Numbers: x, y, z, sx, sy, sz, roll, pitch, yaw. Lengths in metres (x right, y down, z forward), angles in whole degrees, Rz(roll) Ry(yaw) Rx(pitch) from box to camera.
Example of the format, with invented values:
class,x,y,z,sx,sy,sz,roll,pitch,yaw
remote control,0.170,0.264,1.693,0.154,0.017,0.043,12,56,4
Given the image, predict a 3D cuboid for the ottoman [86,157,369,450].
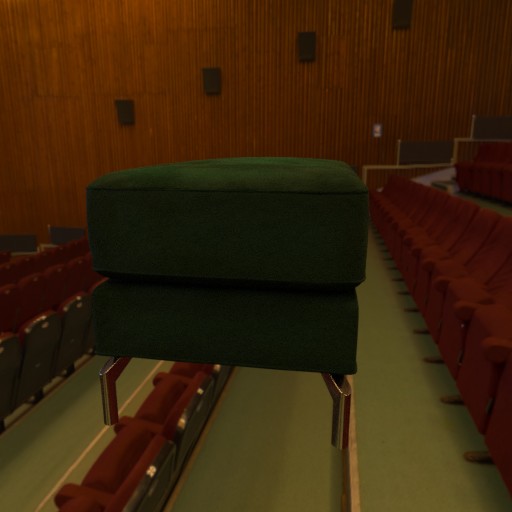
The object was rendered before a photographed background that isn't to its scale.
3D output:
class,x,y,z,sx,sy,sz,roll,pitch,yaw
ottoman,0.000,0.000,1.237,0.536,0.533,0.886,2,14,9
